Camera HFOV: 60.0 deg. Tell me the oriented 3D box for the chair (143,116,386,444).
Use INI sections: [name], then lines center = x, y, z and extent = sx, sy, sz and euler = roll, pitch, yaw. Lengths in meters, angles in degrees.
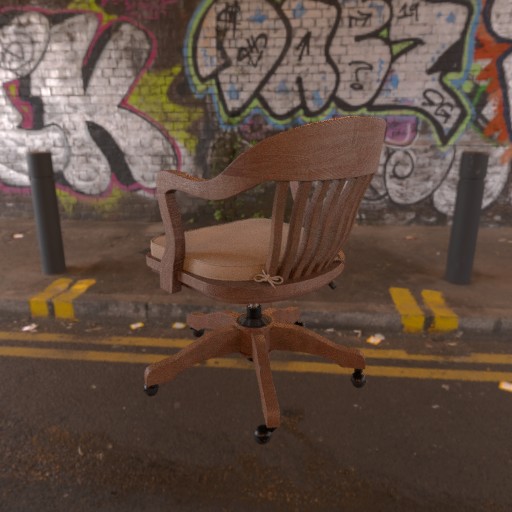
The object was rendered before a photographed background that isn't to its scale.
[chair]
center = 0.000, 0.000, 1.469
extent = 0.750, 0.878, 0.788
euler = -16, 23, -42
